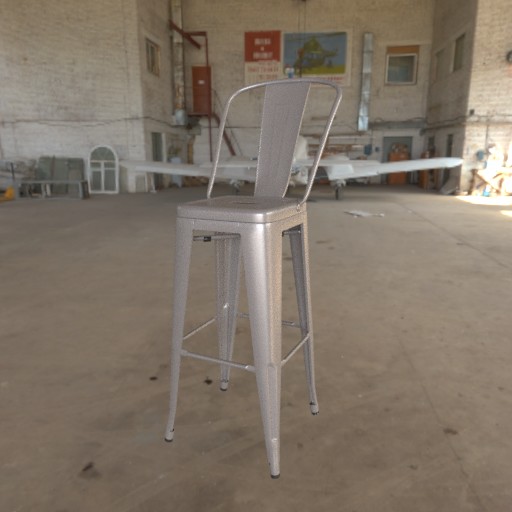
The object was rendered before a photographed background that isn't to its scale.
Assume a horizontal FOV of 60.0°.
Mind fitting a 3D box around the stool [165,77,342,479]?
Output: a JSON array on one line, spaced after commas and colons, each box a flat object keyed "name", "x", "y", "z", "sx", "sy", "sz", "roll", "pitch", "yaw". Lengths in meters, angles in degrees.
[{"name": "stool", "x": 0.000, "y": 0.000, "z": 1.367, "sx": 0.399, "sy": 1.096, "sz": 0.513, "roll": 6, "pitch": 15, "yaw": 25}]
